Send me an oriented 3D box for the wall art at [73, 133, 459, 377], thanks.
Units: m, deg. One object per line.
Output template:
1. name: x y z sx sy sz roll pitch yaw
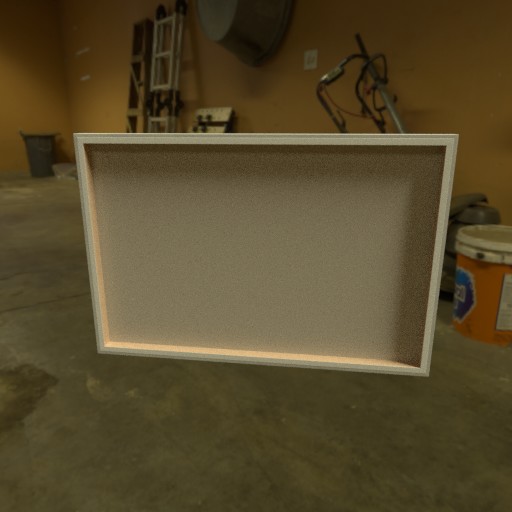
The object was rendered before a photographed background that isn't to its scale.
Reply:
1. wall art: 0.000 0.000 1.149 0.915 0.610 0.038 2 17 7
